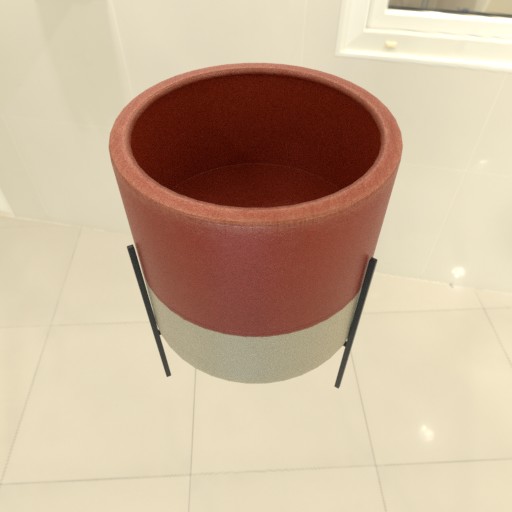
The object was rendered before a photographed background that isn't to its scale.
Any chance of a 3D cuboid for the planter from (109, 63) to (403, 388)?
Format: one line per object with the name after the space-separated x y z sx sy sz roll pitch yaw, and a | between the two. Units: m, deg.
0.000 0.000 0.697 0.345 0.465 0.354 3 47 3 | planter
